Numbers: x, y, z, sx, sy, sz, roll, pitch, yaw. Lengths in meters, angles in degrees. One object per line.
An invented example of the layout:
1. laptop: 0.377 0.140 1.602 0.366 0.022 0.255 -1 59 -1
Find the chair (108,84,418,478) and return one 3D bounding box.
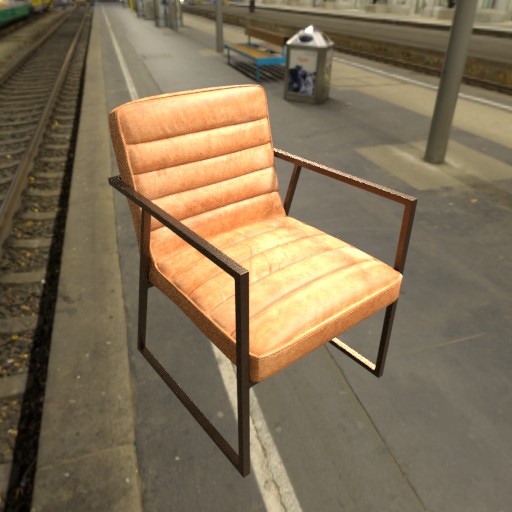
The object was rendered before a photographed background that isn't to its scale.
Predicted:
1. chair: 0.000 0.000 1.280 0.571 0.832 0.677 -22 37 -32
